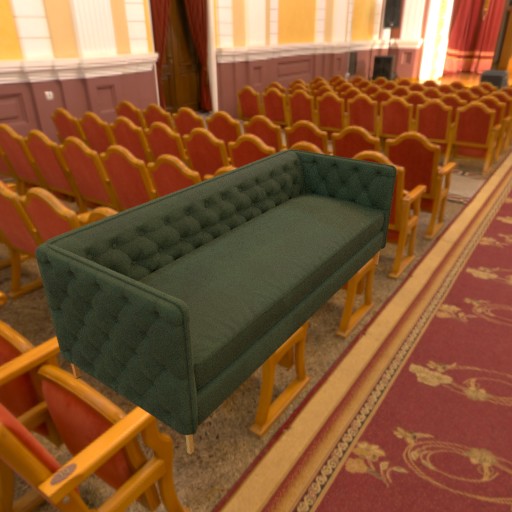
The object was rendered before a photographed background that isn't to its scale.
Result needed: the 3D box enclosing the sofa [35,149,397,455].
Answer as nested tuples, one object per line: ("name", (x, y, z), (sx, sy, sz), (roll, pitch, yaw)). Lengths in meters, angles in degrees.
("sofa", (0.000, 0.000, 2.670), (0.895, 0.771, 2.209), (18, 32, 31))
